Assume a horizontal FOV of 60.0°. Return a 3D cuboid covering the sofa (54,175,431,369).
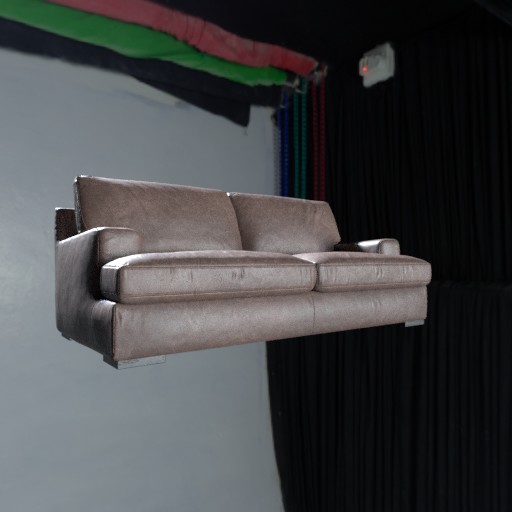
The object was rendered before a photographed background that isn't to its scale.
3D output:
[{"bbox_3d":[0.000,0.000,2.848,2.261,0.941,1.143,0,0,-36],"label":"sofa"}]
